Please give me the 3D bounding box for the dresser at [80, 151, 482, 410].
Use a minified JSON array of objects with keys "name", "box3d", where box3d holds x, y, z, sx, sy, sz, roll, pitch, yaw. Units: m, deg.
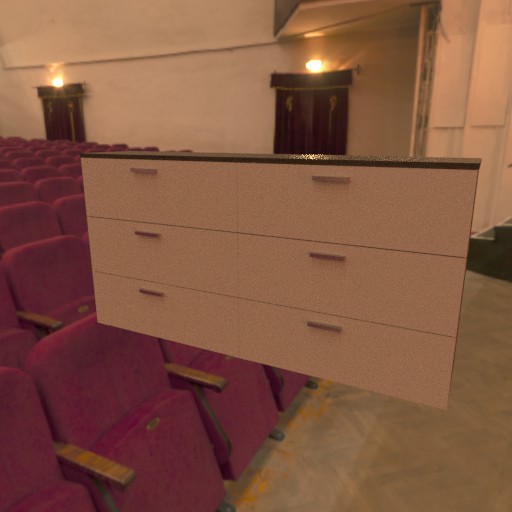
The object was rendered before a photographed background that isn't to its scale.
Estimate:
[{"name":"dresser","box3d":[0.000,0.000,1.787,1.535,0.790,0.333,8,17,26]}]
